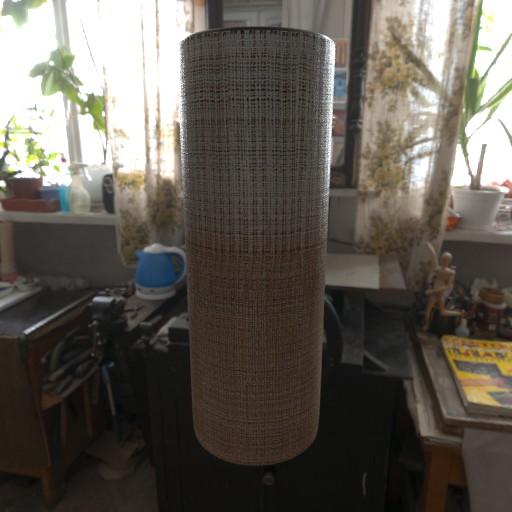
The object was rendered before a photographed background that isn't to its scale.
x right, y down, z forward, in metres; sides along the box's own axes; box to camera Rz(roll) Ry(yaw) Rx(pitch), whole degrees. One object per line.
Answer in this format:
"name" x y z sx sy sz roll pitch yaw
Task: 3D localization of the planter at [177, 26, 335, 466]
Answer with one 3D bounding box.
"planter" 0.000 0.000 0.316 0.099 0.278 0.099 -8 17 -26
